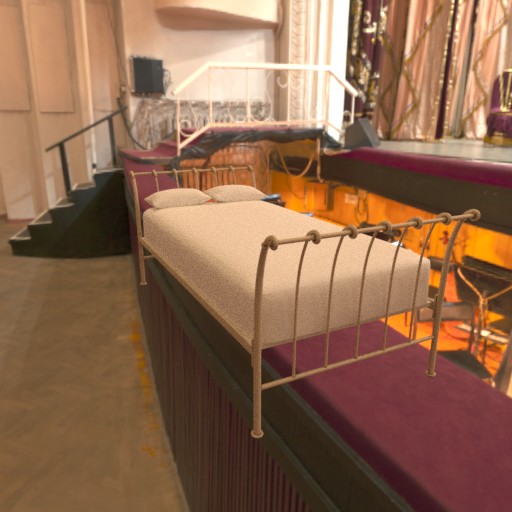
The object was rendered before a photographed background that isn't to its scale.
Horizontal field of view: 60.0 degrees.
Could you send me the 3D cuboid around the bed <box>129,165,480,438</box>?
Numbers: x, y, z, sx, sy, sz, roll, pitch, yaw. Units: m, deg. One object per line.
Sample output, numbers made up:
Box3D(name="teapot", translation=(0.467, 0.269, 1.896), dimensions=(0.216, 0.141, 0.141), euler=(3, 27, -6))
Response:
Box3D(name="bed", translation=(0.000, 0.000, 2.724), dimensions=(1.032, 0.873, 2.228), euler=(-9, 19, -26))
